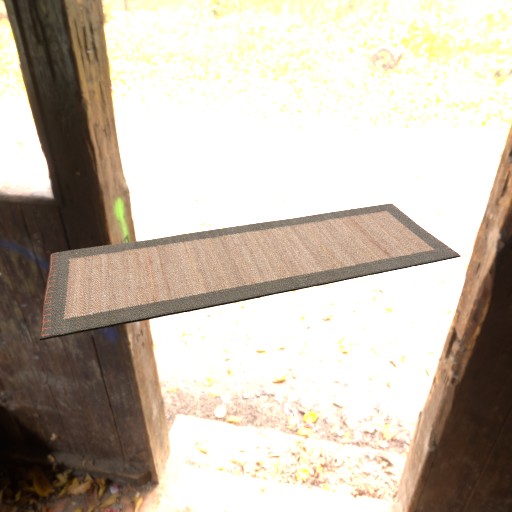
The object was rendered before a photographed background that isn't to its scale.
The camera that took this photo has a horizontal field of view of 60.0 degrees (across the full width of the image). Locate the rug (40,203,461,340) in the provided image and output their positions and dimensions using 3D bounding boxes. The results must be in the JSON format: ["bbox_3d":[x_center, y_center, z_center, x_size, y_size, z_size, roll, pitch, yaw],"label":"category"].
[{"bbox_3d":[0.000,0.000,2.726,2.413,0.016,0.810,-10,34,-15],"label":"rug"}]
